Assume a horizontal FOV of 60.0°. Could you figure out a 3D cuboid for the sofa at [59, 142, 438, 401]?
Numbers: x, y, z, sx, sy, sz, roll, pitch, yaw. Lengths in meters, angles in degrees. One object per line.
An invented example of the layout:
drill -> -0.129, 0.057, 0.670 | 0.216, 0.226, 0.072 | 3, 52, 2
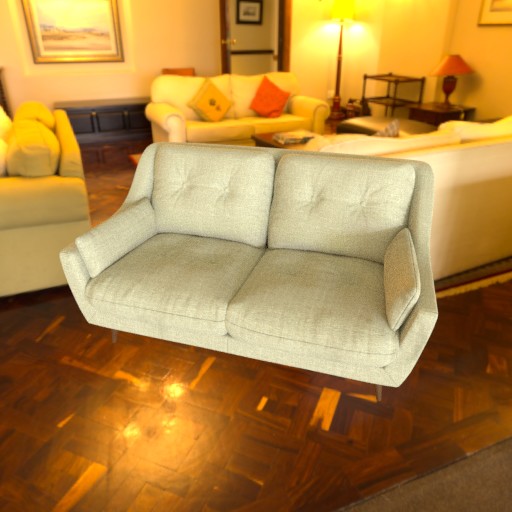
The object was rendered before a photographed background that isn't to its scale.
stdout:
sofa -> 0.000, 0.000, 2.226 | 1.652, 0.888, 0.965 | 8, 28, 16
